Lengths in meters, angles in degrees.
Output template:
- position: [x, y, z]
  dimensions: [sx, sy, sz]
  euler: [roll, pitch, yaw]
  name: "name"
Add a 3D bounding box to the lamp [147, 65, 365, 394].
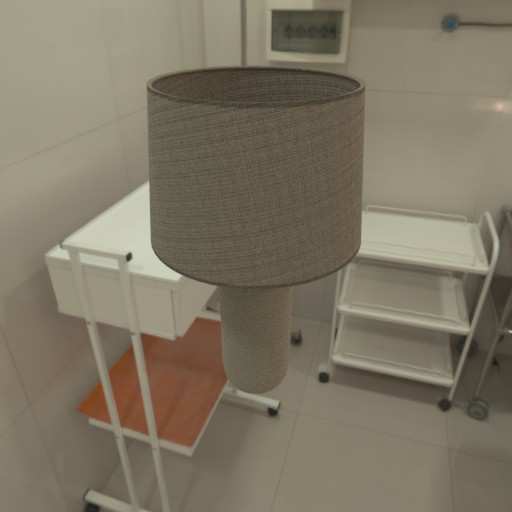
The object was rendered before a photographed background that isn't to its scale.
- position: [0.000, 0.000, 0.815]
  dimensions: [0.367, 0.609, 0.367]
  euler: [0, 31, 0]
  name: "lamp"
